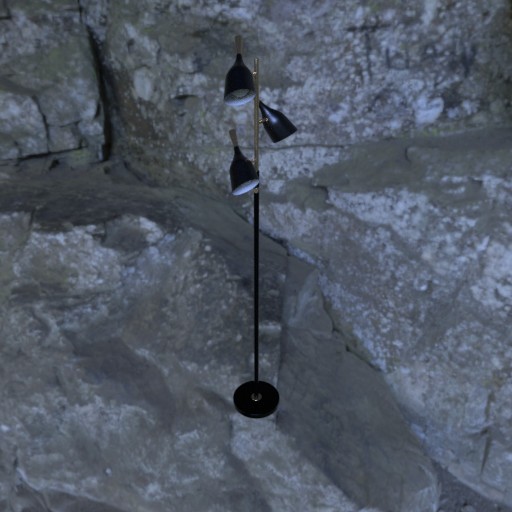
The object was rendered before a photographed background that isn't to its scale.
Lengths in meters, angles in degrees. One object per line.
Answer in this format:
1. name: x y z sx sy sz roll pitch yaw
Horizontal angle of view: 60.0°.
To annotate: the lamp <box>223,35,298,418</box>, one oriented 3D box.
1. lamp: 0.000 0.000 1.995 0.253 1.778 0.434 18 32 30
